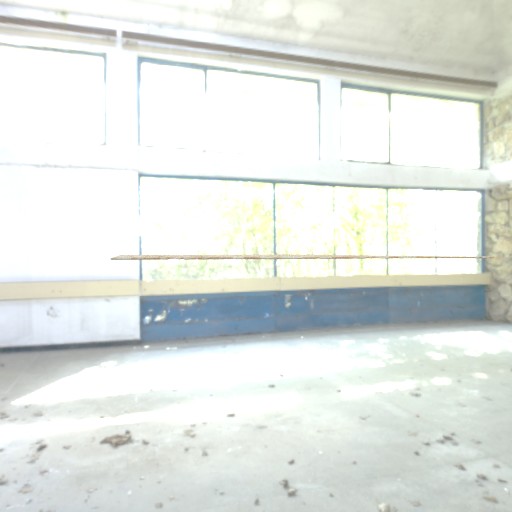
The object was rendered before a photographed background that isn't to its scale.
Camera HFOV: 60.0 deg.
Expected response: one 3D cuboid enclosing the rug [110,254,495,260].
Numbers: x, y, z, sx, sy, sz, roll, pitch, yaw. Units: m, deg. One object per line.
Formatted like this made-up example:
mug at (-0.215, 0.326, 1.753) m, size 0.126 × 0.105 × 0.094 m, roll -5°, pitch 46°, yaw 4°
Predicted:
rug at (0.000, 0.000, 4.079) m, size 2.441 × 0.011 × 3.050 m, roll 0°, pitch 1°, yaw -16°
